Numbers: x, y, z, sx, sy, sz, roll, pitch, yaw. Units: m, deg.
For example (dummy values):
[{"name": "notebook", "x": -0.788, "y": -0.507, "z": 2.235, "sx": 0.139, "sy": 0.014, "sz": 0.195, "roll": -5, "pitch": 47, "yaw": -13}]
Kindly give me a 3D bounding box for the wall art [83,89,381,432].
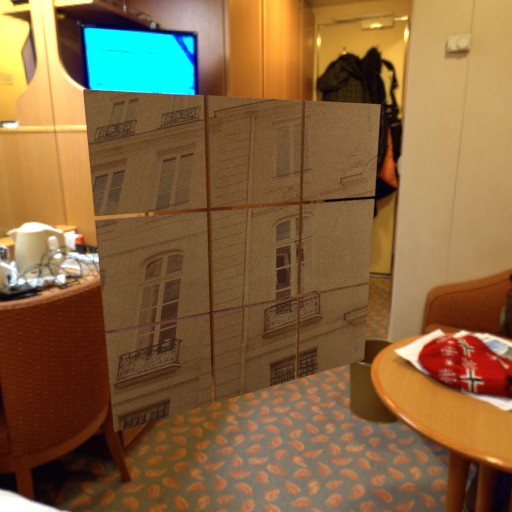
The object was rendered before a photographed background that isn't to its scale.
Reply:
[{"name": "wall art", "x": 0.000, "y": 0.000, "z": 1.356, "sx": 0.915, "sy": 0.913, "sz": 0.018, "roll": -8, "pitch": 16, "yaw": -27}]
